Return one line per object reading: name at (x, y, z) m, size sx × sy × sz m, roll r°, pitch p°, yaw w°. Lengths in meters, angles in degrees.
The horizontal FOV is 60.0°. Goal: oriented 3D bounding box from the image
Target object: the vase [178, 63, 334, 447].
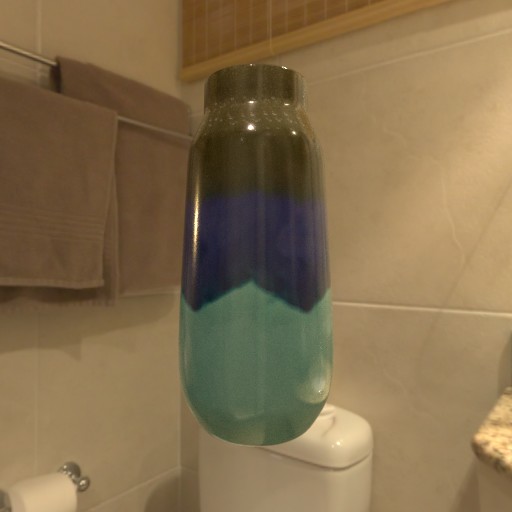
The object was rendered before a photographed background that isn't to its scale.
vase at (0.000, 0.000, 0.402) m, size 0.139 × 0.313 × 0.139 m, roll 0°, pitch 0°, yaw 0°
